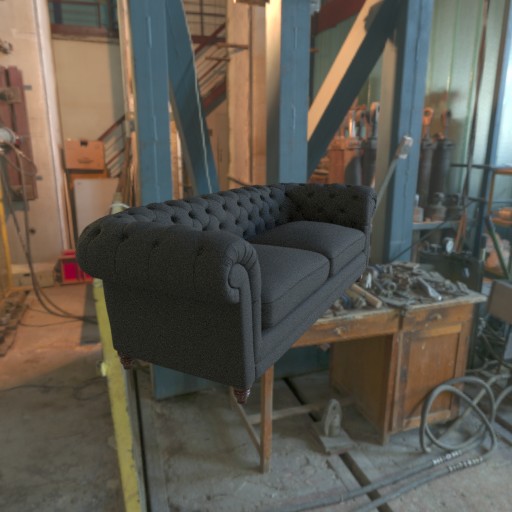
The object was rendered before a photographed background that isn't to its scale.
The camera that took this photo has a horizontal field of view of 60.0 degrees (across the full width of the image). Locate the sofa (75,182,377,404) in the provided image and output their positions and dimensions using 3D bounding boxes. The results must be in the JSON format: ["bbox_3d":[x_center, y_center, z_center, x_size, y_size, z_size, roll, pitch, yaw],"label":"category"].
[{"bbox_3d":[0.000,0.000,2.775,0.991,0.762,2.362,7,16,26],"label":"sofa"}]
